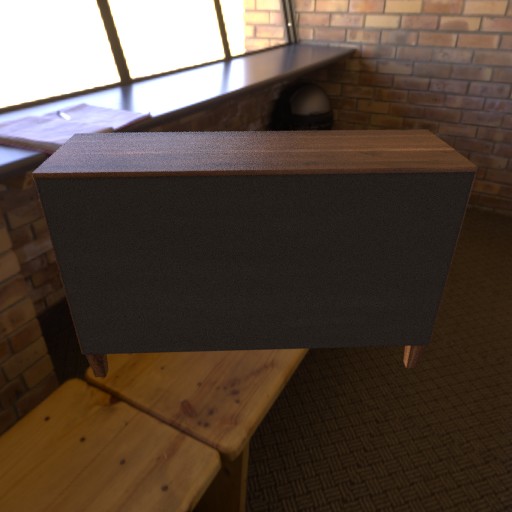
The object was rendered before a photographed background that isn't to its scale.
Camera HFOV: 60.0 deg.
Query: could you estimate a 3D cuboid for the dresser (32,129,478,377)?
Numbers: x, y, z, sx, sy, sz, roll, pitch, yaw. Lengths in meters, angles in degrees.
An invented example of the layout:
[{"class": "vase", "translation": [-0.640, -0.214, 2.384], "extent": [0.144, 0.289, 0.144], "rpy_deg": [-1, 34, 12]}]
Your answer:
[{"class": "dresser", "translation": [0.000, 0.000, 1.796], "extent": [1.387, 0.892, 0.438], "rpy_deg": [-1, 31, -2]}]
